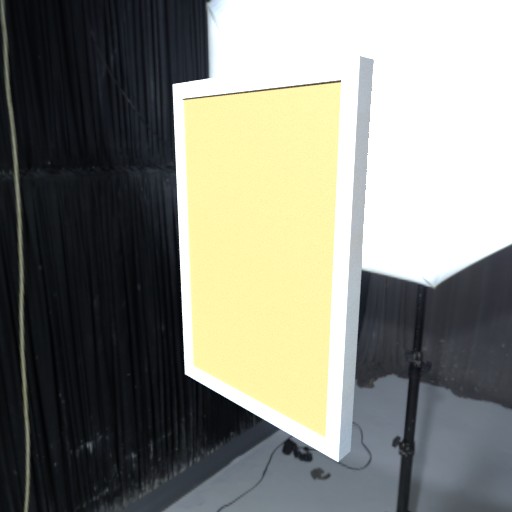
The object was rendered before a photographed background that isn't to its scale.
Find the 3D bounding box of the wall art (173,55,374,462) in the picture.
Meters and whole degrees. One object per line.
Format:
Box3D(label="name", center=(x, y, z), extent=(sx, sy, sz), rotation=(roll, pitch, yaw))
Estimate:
Box3D(label="wall art", center=(0.000, 0.000, 0.795), extent=(0.408, 0.611, 0.038), rotation=(13, 19, 43))
